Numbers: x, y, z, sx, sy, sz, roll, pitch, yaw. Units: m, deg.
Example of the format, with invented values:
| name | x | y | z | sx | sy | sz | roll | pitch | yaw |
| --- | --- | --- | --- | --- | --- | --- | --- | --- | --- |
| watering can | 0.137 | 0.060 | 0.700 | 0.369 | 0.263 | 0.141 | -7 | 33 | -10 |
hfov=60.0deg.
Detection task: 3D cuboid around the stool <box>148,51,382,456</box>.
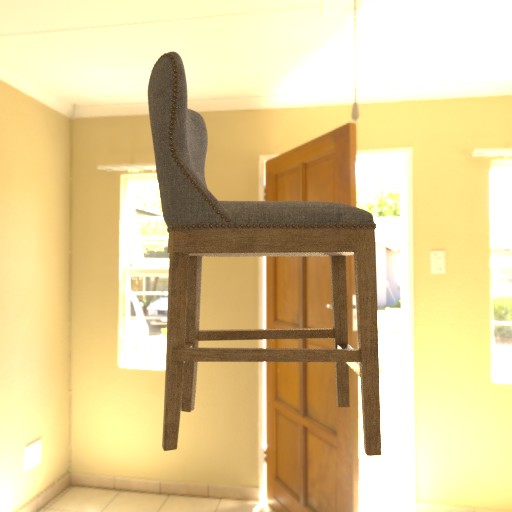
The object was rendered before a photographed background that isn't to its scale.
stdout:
| name | x | y | z | sx | sy | sz | roll | pitch | yaw |
| --- | --- | --- | --- | --- | --- | --- | --- | --- | --- |
| stool | 0.000 | 0.000 | 1.281 | 0.608 | 0.981 | 0.498 | 0 | -1 | 0 |
